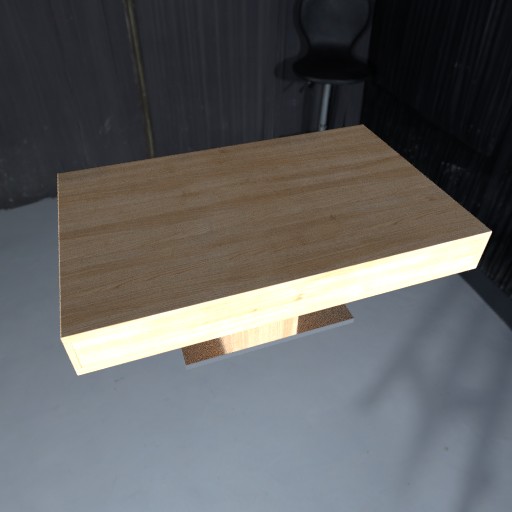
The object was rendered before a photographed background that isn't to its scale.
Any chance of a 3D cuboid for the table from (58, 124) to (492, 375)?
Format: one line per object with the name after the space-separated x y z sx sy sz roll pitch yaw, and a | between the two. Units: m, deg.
0.000 0.000 1.448 1.100 0.440 0.700 -13 43 -14 | table
